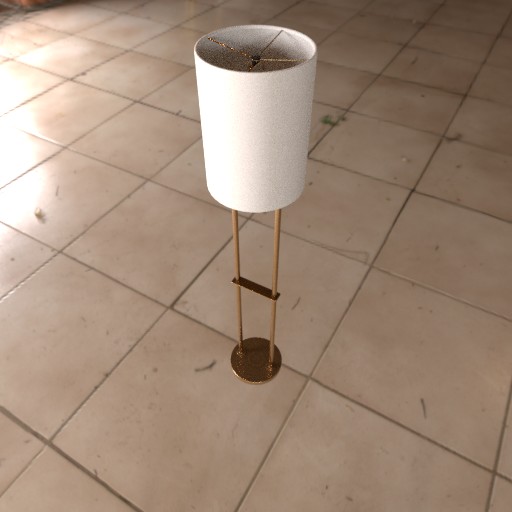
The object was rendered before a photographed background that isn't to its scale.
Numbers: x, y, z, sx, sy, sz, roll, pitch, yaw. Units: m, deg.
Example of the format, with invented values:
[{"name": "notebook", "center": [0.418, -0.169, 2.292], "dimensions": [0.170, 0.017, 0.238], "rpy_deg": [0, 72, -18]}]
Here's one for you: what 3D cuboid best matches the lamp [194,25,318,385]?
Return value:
[{"name": "lamp", "center": [0.000, 0.000, 1.640], "dimensions": [0.306, 1.500, 0.305], "rpy_deg": [22, 50, 20]}]
